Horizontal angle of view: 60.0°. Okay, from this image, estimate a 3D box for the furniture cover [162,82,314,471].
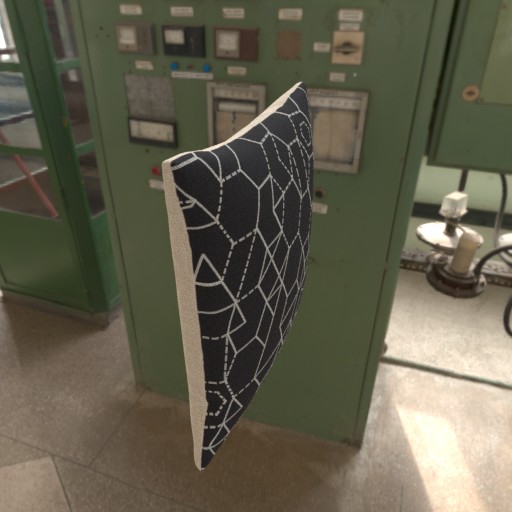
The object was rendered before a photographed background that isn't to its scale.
[{"bbox_3d":[0.000,0.000,0.783,0.158,0.508,0.517,11,32,17],"label":"furniture cover"}]
